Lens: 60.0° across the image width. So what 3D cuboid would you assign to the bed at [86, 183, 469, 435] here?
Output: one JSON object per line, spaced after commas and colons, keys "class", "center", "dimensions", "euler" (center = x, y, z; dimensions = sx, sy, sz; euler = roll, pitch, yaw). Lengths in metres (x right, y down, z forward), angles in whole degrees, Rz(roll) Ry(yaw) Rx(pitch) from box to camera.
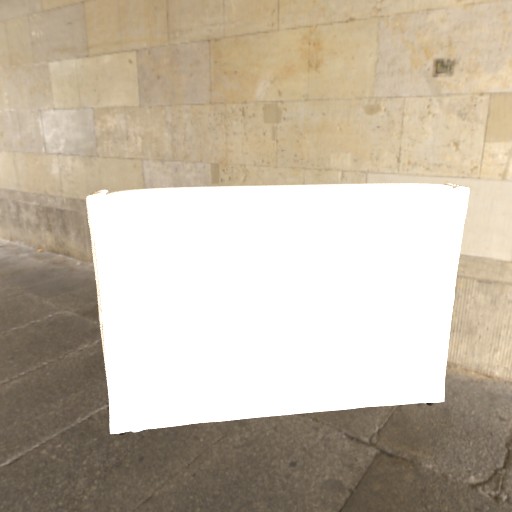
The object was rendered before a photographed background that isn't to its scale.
{"class": "bed", "center": [0.000, 0.000, 3.389], "dimensions": [1.925, 1.332, 2.276], "euler": [-2, 16, -8]}
